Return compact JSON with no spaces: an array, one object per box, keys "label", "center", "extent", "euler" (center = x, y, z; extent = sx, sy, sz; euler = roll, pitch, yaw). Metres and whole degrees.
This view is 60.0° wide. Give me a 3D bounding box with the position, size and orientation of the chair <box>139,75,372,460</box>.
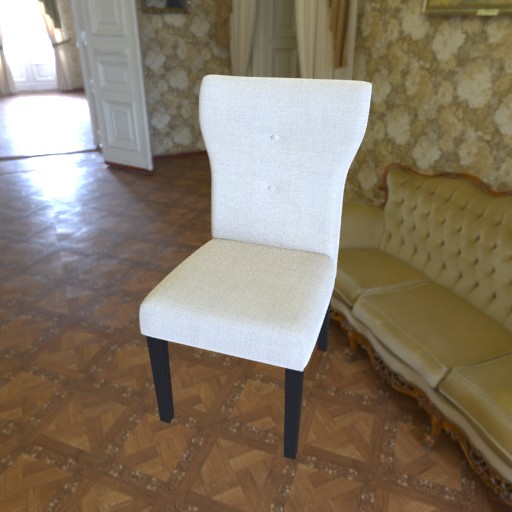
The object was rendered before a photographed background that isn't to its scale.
[{"label":"chair","center":[0.000,0.000,1.289],"extent":[0.509,0.921,0.597],"euler":[9,29,17]}]
